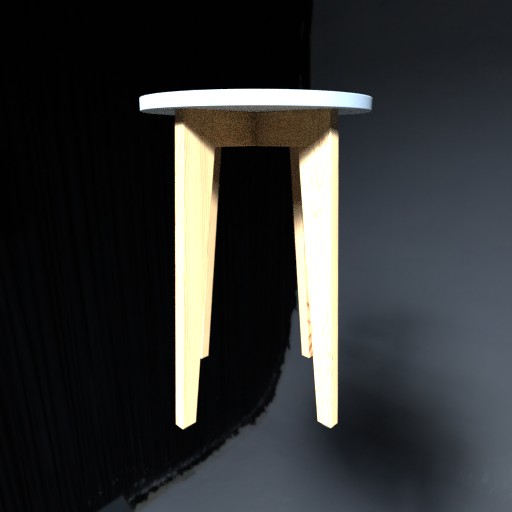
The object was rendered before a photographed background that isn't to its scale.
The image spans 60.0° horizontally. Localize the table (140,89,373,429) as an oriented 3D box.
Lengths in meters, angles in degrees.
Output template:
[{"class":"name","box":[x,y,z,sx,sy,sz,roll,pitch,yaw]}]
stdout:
[{"class":"table","box":[0.000,0.000,0.753,0.350,0.500,0.350,0,15,0]}]
